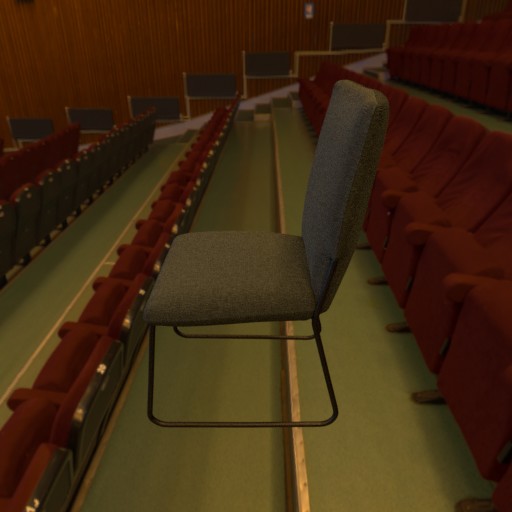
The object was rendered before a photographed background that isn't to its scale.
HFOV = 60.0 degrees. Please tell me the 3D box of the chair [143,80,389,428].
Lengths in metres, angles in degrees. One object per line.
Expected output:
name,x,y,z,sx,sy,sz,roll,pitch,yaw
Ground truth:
chair,0.000,0.000,1.303,0.635,0.931,0.480,0,27,1
